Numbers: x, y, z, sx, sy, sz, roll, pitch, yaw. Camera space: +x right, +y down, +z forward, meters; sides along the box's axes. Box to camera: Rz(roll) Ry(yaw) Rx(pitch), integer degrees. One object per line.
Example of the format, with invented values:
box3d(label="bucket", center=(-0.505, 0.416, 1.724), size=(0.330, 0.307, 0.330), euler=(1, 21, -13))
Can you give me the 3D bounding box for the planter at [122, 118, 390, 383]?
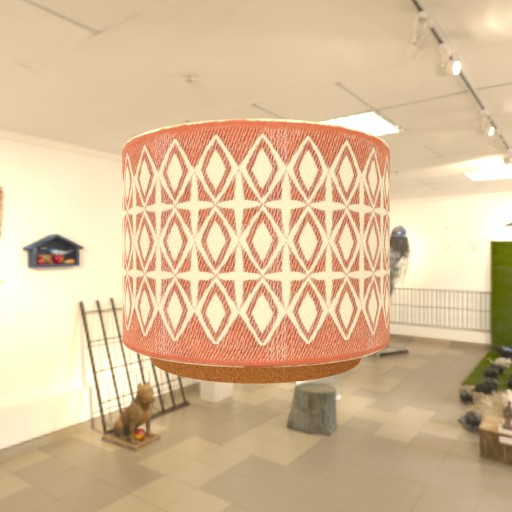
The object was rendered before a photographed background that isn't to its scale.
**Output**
box3d(label="planter", center=(0.000, 0.000, 0.332), size=(0.192, 0.148, 0.192), euler=(0, 0, 0))
